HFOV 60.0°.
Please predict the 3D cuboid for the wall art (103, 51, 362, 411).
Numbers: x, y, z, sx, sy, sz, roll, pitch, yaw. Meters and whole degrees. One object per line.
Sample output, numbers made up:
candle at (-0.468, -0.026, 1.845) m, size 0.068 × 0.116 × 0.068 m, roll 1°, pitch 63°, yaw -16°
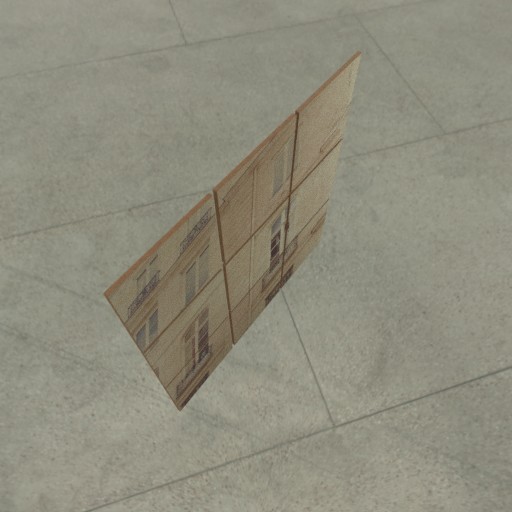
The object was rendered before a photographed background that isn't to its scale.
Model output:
wall art at (0.000, 0.000, 1.386) m, size 0.018 × 0.913 × 0.915 m, roll 33°, pitch 64°, yaw 19°
